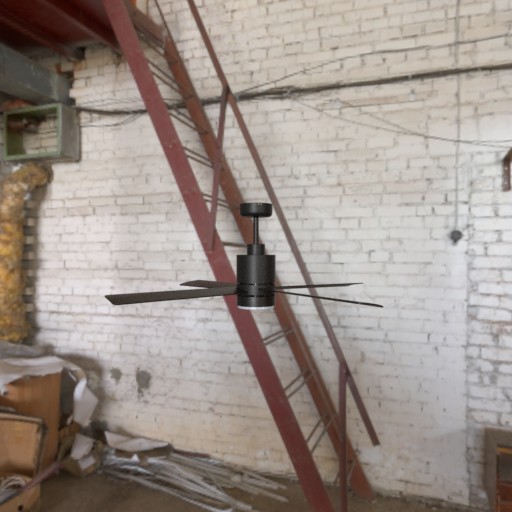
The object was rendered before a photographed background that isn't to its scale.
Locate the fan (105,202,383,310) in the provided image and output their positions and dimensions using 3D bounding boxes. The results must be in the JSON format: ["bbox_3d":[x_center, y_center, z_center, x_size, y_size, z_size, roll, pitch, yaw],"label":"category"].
[{"bbox_3d":[0.000,0.000,2.297,1.525,0.534,1.525,0,1,-35],"label":"fan"}]
